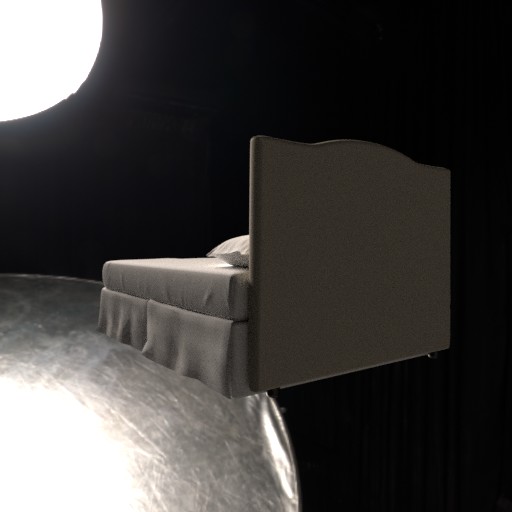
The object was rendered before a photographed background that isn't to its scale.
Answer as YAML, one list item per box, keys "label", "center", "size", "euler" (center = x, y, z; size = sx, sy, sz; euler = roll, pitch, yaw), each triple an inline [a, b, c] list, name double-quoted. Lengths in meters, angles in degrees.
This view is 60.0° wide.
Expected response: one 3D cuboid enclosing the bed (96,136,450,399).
- label: "bed"
  center: [0.000, 0.000, 3.716]
  size: [1.977, 1.437, 2.477]
  euler: [-1, 1, -35]
